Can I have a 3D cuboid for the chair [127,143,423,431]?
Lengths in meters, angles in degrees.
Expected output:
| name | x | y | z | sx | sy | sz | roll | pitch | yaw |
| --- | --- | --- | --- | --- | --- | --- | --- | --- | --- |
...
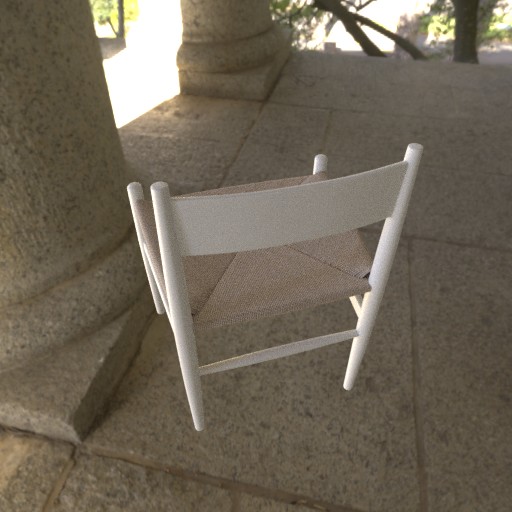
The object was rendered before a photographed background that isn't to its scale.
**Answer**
| name | x | y | z | sx | sy | sz | roll | pitch | yaw |
| --- | --- | --- | --- | --- | --- | --- | --- | --- | --- |
| chair | 0.000 | 0.000 | 1.102 | 0.556 | 0.762 | 0.495 | -11 | 43 | -12 |
